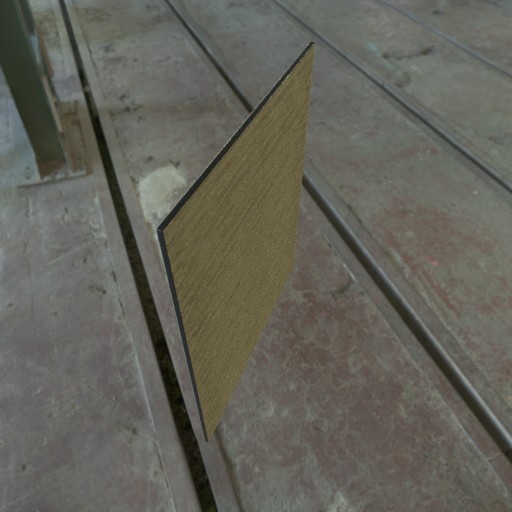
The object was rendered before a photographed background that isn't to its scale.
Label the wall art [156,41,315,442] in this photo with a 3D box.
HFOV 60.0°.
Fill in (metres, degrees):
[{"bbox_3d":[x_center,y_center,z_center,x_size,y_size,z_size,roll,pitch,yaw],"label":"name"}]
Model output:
[{"bbox_3d":[0.000,0.000,0.785,0.009,0.559,0.483,17,50,15],"label":"wall art"}]
